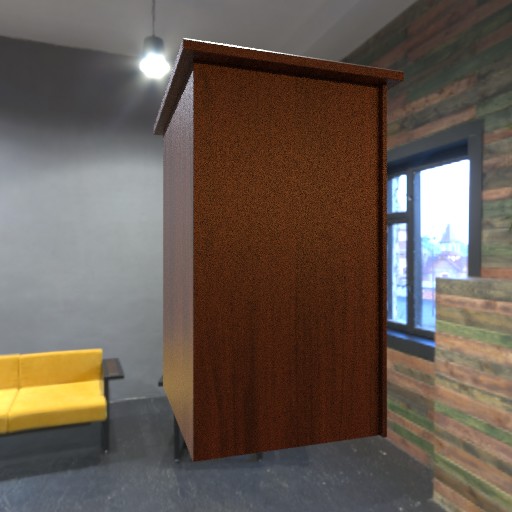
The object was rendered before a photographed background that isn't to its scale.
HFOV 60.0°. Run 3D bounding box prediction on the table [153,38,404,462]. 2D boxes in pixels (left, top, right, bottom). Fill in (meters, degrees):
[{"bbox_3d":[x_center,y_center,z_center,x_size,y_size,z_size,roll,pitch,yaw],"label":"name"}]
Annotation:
[{"bbox_3d":[0.000,0.000,0.934,0.381,0.636,0.480,0,0,-18],"label":"table"}]
